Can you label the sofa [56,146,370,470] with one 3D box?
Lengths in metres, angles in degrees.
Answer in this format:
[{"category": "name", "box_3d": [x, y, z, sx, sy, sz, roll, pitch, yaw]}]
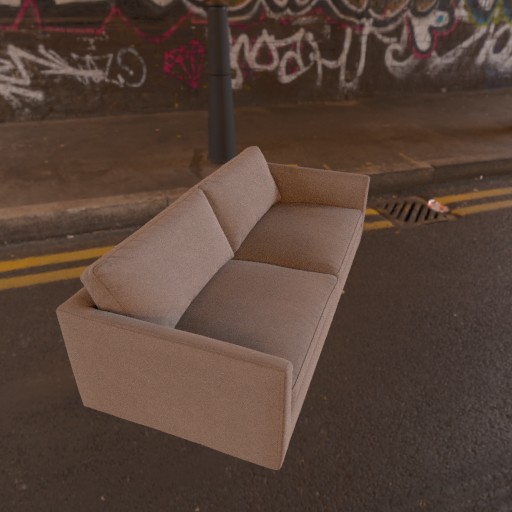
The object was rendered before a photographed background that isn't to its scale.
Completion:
[{"category": "sofa", "box_3d": [0.000, 0.000, 2.810, 1.090, 0.838, 2.588, 11, 32, 17]}]
